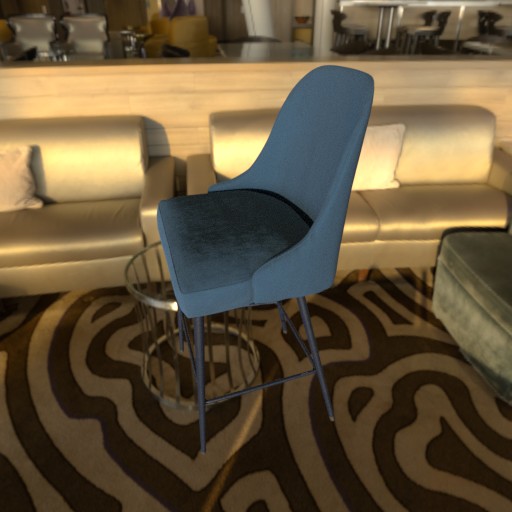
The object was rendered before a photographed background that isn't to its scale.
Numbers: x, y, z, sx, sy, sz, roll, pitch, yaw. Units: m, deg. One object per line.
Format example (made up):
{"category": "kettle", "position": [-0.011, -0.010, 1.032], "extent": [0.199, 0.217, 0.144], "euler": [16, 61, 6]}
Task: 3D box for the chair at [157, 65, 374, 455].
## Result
{"category": "chair", "position": [0.000, 0.000, 1.206], "extent": [0.489, 0.927, 0.526], "euler": [-8, 31, -14]}
